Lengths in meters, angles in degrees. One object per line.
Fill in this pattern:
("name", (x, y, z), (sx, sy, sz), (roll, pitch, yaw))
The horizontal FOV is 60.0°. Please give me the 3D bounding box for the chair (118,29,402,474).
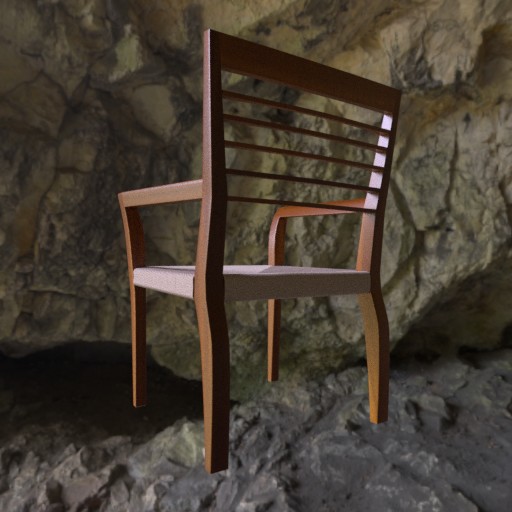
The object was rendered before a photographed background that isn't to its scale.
("chair", (0.000, 0.000, 1.196), (0.587, 0.855, 0.540), (0, -1, -34))
